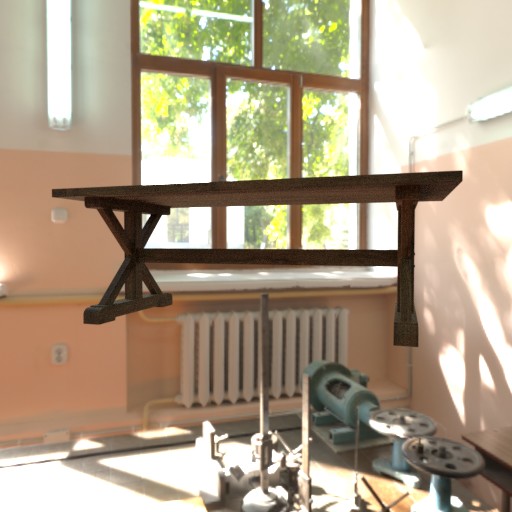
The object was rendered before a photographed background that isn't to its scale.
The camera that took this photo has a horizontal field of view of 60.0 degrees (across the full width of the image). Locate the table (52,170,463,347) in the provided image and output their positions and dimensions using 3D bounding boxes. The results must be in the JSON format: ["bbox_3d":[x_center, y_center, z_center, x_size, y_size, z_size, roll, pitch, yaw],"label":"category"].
[{"bbox_3d":[0.000,0.000,2.525,2.031,0.733,0.907,1,2,18],"label":"table"}]
